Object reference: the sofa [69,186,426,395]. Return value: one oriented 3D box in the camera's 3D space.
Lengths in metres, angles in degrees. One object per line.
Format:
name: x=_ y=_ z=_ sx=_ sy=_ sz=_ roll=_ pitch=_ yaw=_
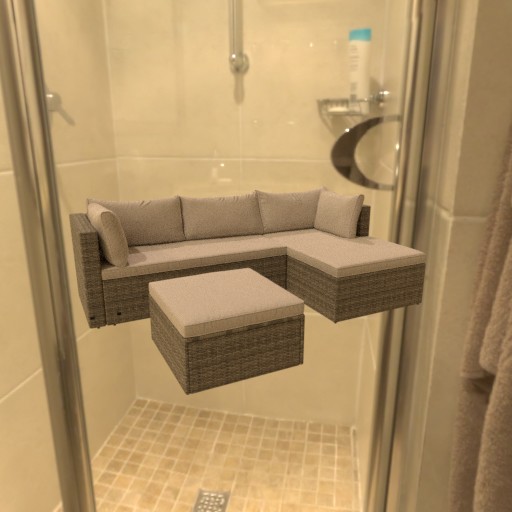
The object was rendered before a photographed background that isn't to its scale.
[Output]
sofa: x=0.000 y=0.000 z=3.026 sx=2.192 sy=0.766 sz=1.662 roll=-8 pitch=17 yaw=-26
